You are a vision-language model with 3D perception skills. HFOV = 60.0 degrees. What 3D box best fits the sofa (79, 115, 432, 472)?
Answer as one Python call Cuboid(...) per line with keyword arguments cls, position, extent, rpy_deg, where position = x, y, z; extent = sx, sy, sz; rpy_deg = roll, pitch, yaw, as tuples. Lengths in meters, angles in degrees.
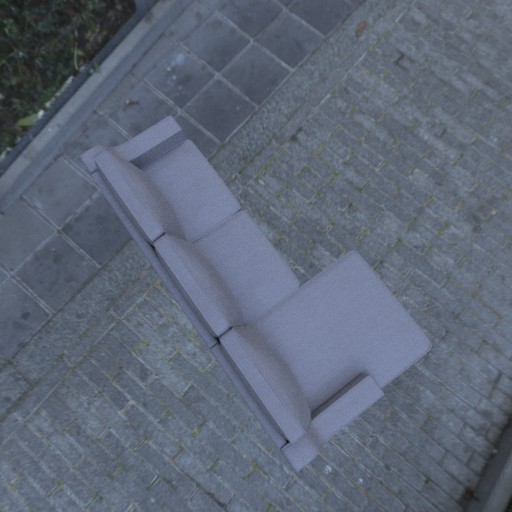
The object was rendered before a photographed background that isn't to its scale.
Cuboid(cls="sofa", position=(0.000, 0.000, 3.259), extent=(1.294, 0.928, 2.561), rpy_deg=(-35, 78, -9))
